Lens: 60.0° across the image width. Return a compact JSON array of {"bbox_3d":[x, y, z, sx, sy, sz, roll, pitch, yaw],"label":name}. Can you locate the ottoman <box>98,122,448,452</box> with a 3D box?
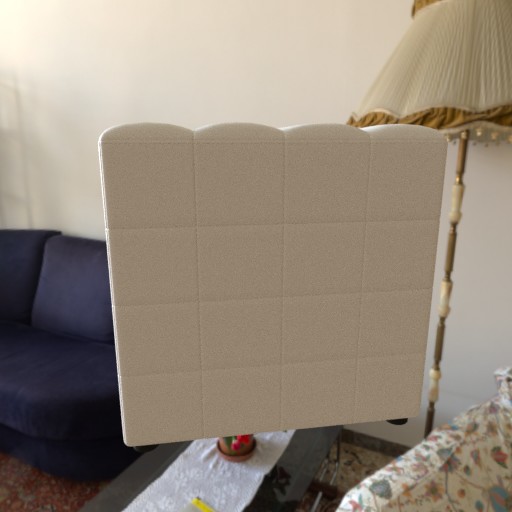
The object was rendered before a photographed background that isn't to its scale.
[{"bbox_3d":[0.000,0.000,0.772,0.425,0.432,0.425,-2,15,-9],"label":"ottoman"}]
